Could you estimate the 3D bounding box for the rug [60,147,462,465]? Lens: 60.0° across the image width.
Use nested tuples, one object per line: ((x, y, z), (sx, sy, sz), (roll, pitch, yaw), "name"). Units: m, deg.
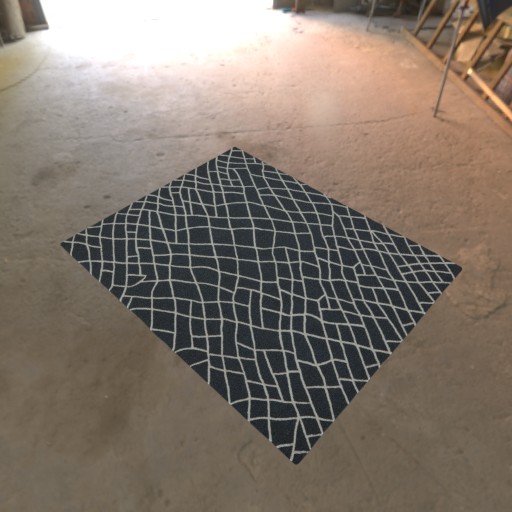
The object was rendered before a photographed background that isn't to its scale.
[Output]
((0.000, 0.000, 4.260), (3.047, 0.022, 2.439), (34, 55, 29), "rug")
